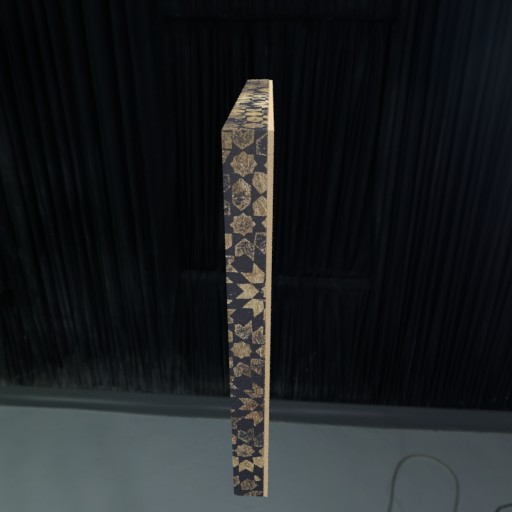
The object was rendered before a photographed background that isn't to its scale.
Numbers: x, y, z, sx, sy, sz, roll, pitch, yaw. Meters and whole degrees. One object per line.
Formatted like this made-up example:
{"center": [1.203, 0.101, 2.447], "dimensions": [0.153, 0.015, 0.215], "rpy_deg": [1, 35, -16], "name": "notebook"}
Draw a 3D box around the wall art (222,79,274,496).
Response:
{"center": [0.000, 0.000, 0.591], "dimensions": [0.038, 0.405, 0.405], "rpy_deg": [1, 26, 2], "name": "wall art"}
